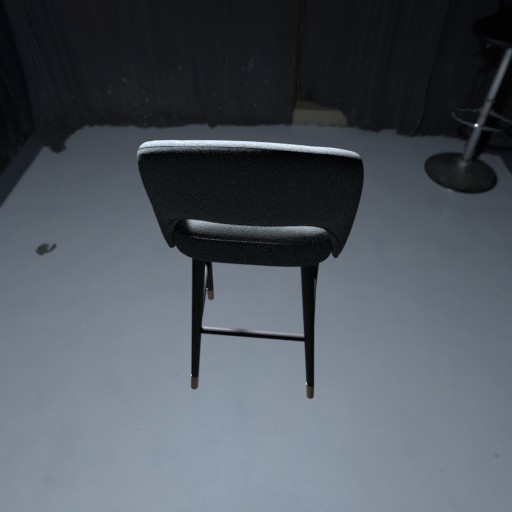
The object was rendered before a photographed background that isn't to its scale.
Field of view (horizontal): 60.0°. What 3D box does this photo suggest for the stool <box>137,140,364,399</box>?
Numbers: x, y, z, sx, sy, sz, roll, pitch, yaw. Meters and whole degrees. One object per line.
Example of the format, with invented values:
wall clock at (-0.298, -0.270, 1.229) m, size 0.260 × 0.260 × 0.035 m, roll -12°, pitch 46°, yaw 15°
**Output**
stool at (0.000, 0.000, 1.377) m, size 0.536 × 1.089 × 0.524 m, roll 4°, pitch 46°, yaw 3°
